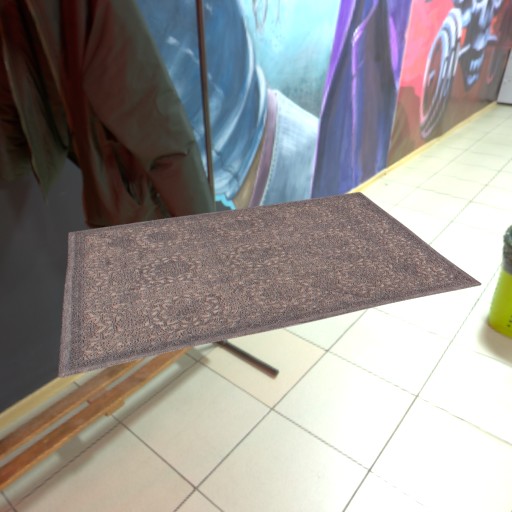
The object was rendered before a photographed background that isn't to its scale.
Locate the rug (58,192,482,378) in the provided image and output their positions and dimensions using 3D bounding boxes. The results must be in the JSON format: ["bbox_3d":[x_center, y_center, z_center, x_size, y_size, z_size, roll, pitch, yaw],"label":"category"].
[{"bbox_3d":[0.000,0.000,3.069,2.498,0.022,1.535,-10,33,-15],"label":"rug"}]
